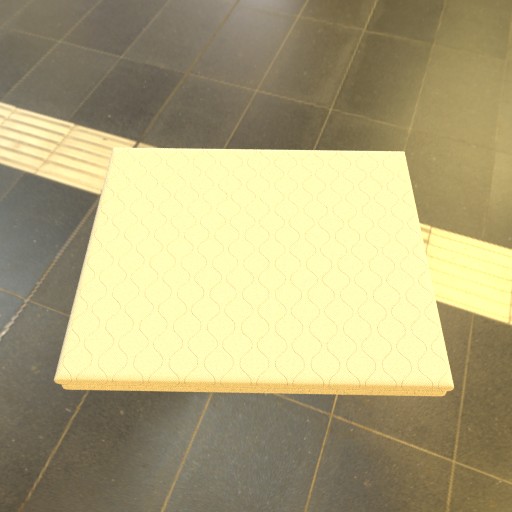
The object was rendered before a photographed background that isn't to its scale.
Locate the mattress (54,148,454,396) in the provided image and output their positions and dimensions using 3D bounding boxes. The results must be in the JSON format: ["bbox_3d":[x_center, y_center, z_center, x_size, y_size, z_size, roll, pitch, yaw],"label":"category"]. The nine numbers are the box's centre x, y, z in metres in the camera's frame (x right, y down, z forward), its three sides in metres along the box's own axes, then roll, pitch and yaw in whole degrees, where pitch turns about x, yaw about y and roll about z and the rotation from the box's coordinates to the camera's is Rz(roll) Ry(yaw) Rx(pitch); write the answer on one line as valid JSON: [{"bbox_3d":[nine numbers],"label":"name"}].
[{"bbox_3d":[0.000,0.000,2.685,2.000,0.200,1.600,1,59,1],"label":"mattress"}]
